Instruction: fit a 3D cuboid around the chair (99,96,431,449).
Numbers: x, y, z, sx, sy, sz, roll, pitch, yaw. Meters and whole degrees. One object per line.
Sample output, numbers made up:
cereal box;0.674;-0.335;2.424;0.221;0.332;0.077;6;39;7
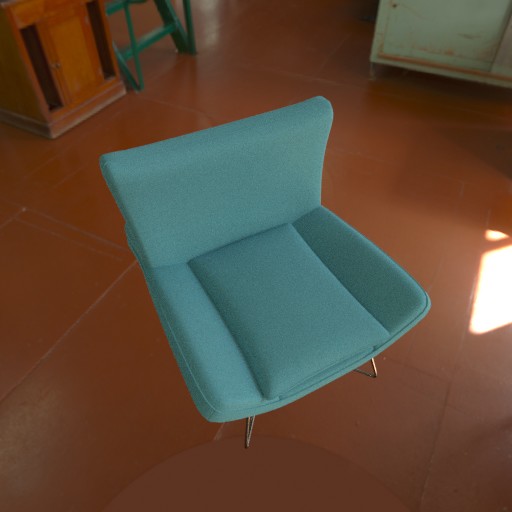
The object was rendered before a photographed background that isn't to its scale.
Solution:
chair;0.000;0.000;1.653;0.859;0.855;1.008;-21;50;-19
